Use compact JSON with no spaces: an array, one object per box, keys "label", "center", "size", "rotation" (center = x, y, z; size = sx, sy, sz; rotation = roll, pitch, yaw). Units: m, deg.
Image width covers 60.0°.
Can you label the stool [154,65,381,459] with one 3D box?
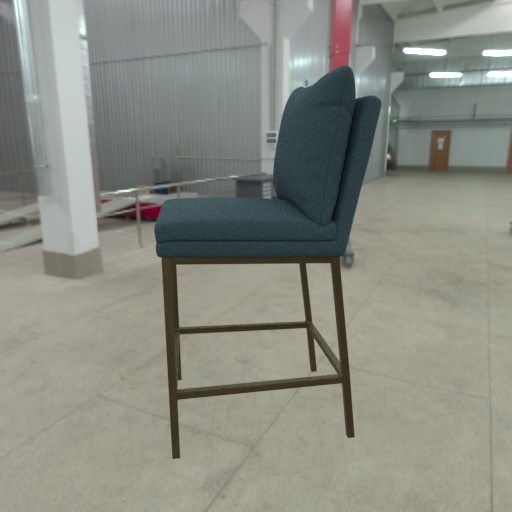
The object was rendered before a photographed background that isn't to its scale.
[{"label":"stool","center":[0.000,0.000,1.356],"size":[0.568,1.032,0.463],"rotation":[-2,14,-8]}]
